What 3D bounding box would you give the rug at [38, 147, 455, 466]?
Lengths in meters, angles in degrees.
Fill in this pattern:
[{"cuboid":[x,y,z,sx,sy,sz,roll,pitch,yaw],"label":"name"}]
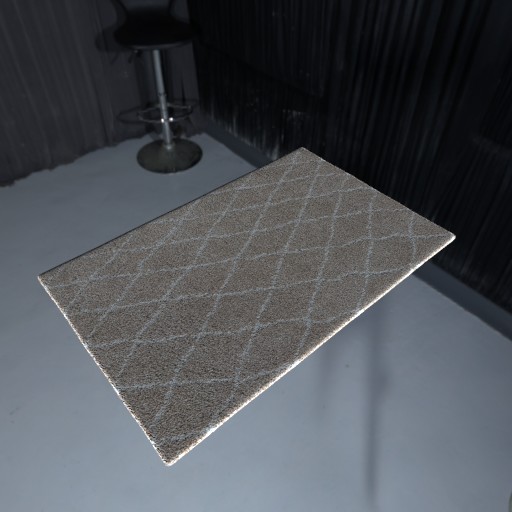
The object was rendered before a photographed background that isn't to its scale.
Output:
[{"cuboid":[0.000,0.000,3.429,2.743,0.030,1.778,-31,53,-27],"label":"rug"}]
